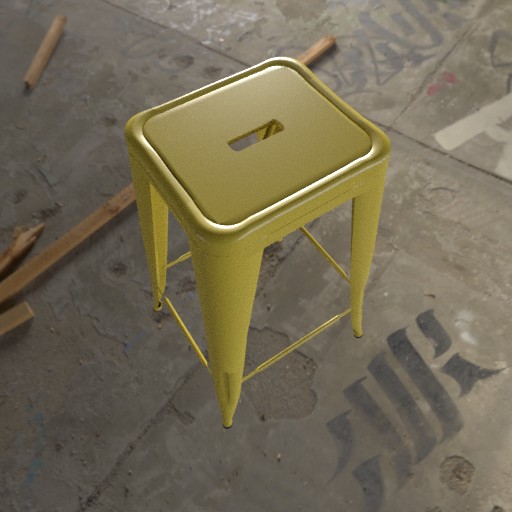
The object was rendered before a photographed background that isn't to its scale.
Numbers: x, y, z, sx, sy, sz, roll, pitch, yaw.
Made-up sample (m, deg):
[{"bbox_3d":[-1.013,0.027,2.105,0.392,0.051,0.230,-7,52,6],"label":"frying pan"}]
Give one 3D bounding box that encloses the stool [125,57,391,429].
[{"bbox_3d":[0.000,0.000,0.842,0.399,0.609,0.359,-30,63,-17],"label":"stool"}]
